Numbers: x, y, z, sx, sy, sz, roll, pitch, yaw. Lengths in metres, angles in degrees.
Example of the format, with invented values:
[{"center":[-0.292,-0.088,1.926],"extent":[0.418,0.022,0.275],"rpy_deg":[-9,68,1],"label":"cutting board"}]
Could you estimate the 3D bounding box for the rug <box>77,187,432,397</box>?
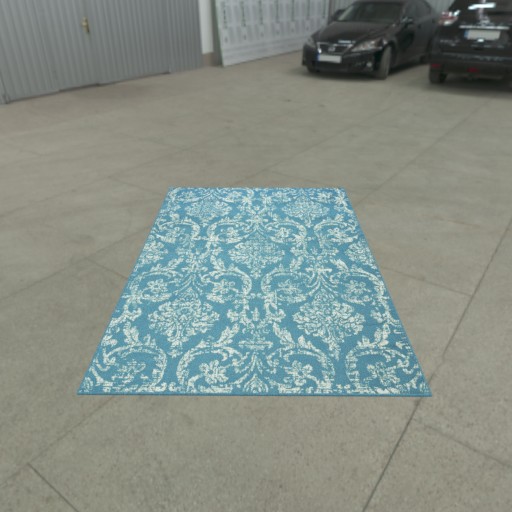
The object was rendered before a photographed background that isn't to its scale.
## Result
[{"center":[0.000,0.000,3.433],"extent":[1.816,0.018,2.746],"rpy_deg":[0,31,0],"label":"rug"}]
